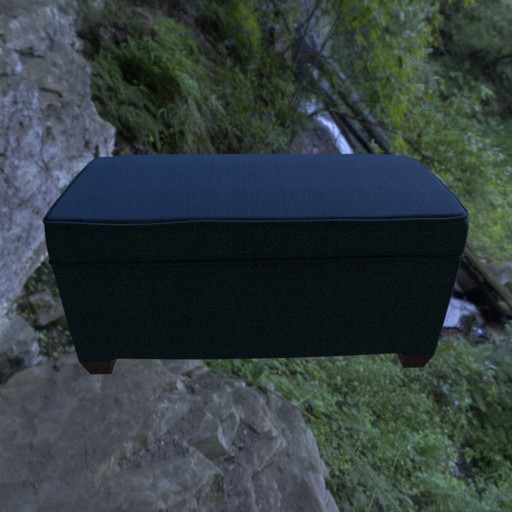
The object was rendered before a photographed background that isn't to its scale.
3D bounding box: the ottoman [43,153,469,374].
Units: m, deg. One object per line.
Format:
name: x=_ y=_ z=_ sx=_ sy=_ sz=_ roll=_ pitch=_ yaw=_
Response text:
ottoman: x=0.000 y=0.000 z=1.230 sx=0.943 sy=0.474 sz=0.474 roll=-1 pitch=31 yaw=-1
